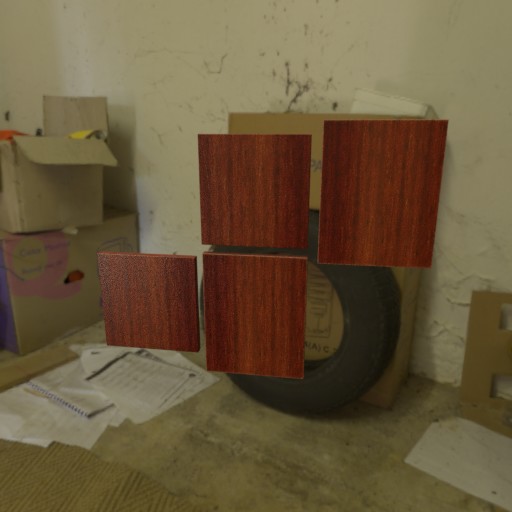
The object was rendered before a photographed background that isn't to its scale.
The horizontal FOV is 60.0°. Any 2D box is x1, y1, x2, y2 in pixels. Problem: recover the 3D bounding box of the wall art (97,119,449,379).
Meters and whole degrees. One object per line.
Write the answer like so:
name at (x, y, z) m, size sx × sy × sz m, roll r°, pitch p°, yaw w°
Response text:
wall art at (0.000, 0.000, 0.847) m, size 0.635 × 0.497 × 0.030 m, roll 3°, pitch 17°, yaw 9°
